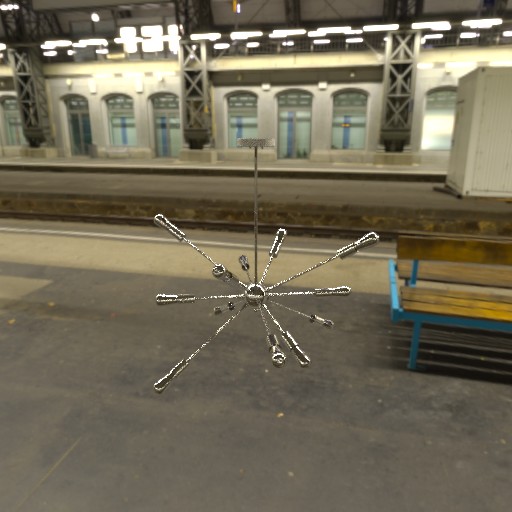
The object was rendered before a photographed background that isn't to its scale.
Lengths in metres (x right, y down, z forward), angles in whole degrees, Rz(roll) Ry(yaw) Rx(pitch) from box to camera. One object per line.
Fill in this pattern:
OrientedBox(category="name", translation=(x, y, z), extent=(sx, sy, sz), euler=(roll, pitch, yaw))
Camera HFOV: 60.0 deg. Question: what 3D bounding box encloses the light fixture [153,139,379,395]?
OrientedBox(category="light fixture", translation=(0.000, 0.000, 1.092), extent=(0.509, 0.558, 0.684), euler=(-2, 16, -7))
